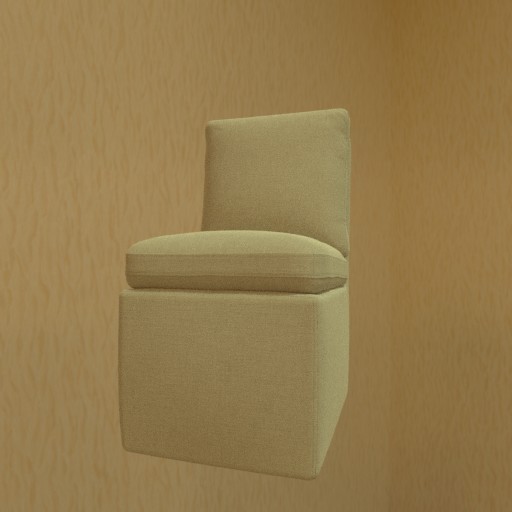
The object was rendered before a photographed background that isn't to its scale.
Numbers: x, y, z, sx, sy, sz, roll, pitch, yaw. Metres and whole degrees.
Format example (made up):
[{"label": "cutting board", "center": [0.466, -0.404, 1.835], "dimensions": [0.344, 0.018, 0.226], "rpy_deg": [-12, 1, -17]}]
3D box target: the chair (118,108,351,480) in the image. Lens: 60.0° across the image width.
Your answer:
[{"label": "chair", "center": [0.000, 0.000, 1.286], "dimensions": [0.503, 0.927, 0.698], "rpy_deg": [0, 1, 18]}]
